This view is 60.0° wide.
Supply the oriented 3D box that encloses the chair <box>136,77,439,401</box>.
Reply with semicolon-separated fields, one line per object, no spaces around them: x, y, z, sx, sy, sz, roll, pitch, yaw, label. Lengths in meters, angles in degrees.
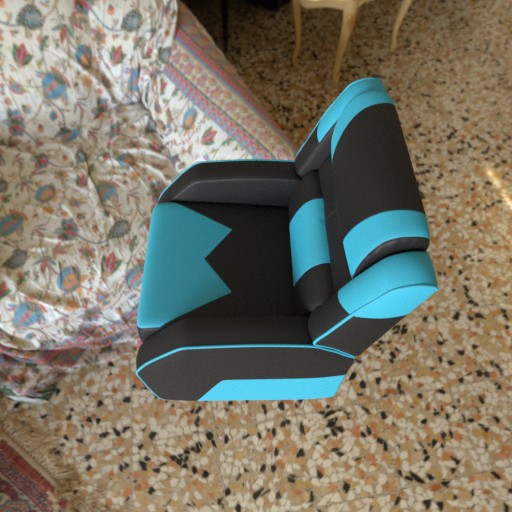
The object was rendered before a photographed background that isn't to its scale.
0.000;0.000;1.267;0.672;0.805;0.620;-1;57;0;chair
